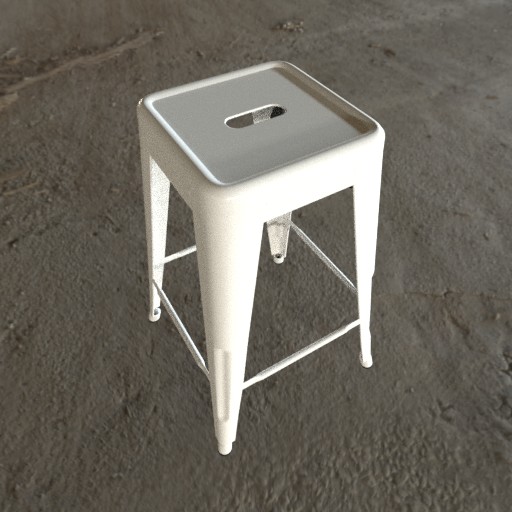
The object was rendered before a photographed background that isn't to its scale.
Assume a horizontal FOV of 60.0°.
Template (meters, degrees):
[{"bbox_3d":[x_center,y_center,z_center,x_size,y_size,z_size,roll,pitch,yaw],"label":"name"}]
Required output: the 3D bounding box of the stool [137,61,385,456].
[{"bbox_3d":[0.000,0.000,0.861,0.406,0.610,0.406,-24,52,-20],"label":"stool"}]
